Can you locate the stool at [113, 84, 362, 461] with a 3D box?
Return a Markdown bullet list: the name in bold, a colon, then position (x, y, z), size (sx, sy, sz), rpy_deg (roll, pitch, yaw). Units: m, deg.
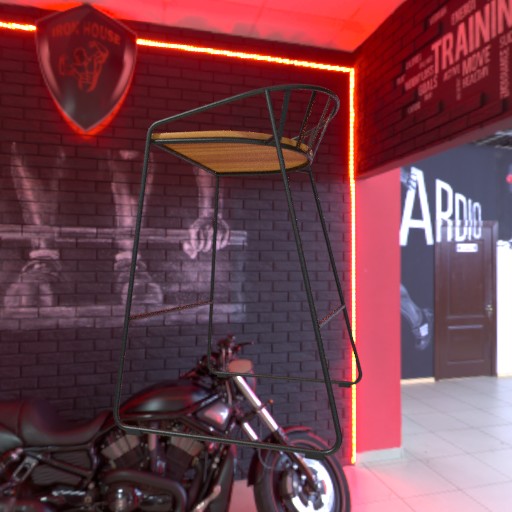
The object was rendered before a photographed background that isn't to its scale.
- **stool**: position (0.000, 0.000, 1.200), size (0.521, 0.812, 0.546), rpy_deg (0, -1, 18)
